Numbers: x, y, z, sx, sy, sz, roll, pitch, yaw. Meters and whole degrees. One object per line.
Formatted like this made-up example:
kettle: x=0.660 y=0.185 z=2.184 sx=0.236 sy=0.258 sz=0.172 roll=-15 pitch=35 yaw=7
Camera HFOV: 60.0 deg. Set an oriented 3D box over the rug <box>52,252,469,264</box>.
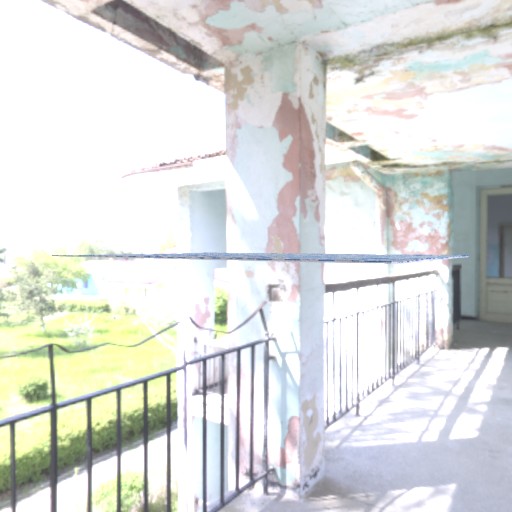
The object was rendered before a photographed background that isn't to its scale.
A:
rug: x=0.000 y=0.000 z=2.317 sx=1.830 sy=0.011 sz=1.209 roll=1 pitch=1 yaw=35
